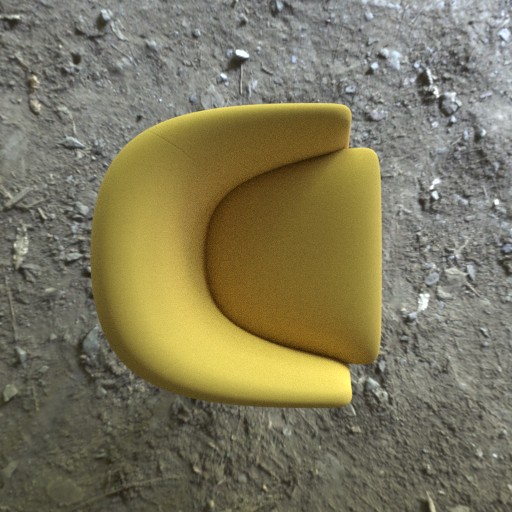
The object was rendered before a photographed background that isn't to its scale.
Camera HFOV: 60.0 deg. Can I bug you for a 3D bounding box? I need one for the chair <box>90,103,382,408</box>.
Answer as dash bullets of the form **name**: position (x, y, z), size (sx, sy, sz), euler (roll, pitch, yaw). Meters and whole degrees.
- **chair**: position (0.000, 0.000, 1.348), size (0.767, 0.698, 0.773), euler (0, 90, 1)
